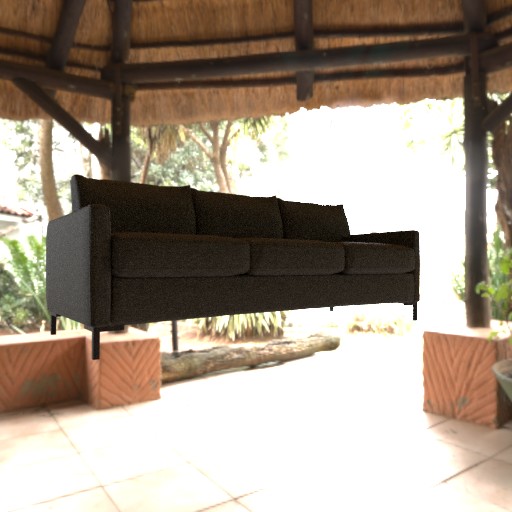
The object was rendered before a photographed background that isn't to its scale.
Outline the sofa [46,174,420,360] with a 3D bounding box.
[{"bbox_3d":[0.000,0.000,2.743,2.253,0.879,0.876,1,-2,-36],"label":"sofa"}]
